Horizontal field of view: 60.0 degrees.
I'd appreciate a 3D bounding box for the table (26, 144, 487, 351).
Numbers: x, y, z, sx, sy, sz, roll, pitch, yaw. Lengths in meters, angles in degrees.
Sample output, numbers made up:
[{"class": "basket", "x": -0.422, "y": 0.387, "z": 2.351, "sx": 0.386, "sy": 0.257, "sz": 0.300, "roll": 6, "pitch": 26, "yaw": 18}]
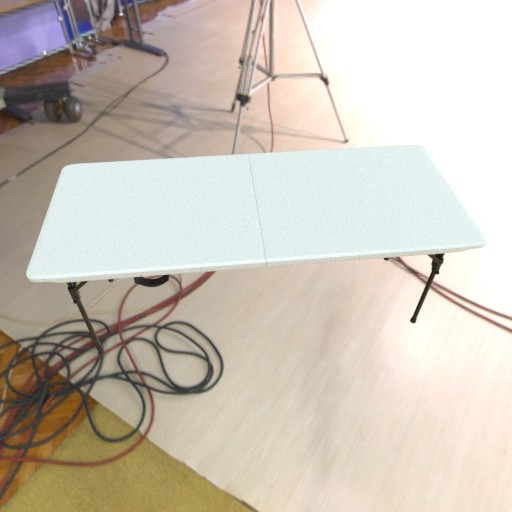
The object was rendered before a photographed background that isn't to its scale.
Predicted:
[{"class": "table", "x": 0.000, "y": 0.000, "z": 2.241, "sx": 1.829, "sy": 0.719, "sz": 0.761, "roll": -4, "pitch": 46, "yaw": -4}]
